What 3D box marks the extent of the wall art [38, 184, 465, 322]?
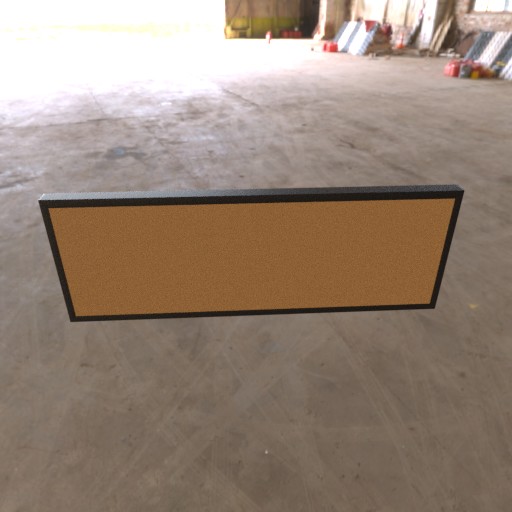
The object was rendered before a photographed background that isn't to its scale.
[{"bbox_3d":[0.000,0.000,0.984,0.860,0.303,0.037,-2,30,-3],"label":"wall art"}]
